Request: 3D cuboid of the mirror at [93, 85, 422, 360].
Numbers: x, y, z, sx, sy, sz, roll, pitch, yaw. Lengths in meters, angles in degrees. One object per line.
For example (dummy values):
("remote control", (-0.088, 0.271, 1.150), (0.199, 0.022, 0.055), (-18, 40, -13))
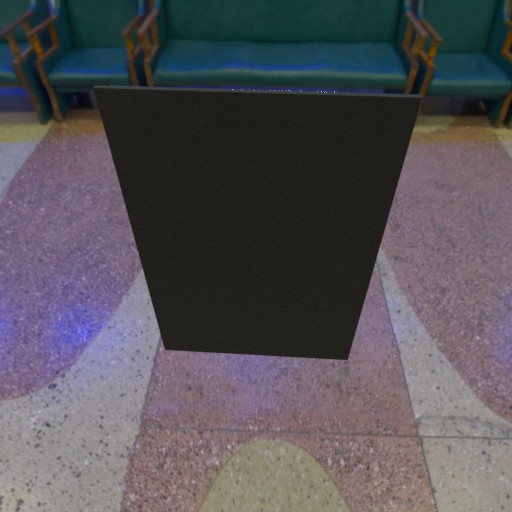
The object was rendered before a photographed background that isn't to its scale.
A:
("mirror", (0.000, 0.000, 1.164), (0.613, 0.914, 0.039), (3, 46, 3))
